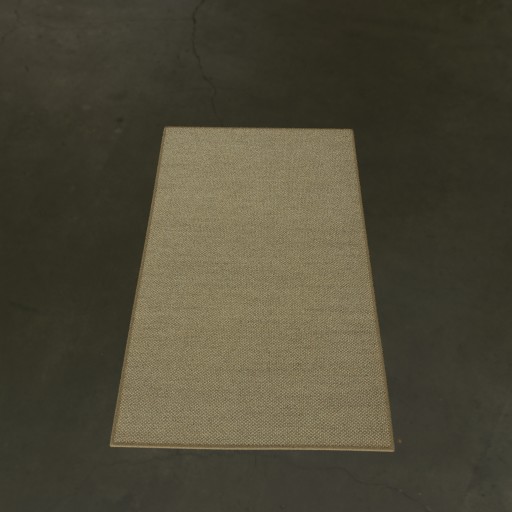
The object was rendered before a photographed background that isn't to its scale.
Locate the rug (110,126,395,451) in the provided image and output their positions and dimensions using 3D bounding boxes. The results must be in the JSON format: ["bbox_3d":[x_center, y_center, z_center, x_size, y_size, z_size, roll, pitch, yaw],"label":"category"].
[{"bbox_3d":[0.000,0.000,2.065,1.062,0.013,1.667,1,60,1],"label":"rug"}]
